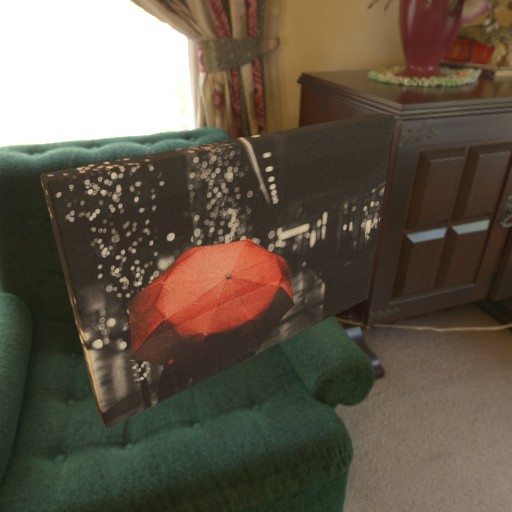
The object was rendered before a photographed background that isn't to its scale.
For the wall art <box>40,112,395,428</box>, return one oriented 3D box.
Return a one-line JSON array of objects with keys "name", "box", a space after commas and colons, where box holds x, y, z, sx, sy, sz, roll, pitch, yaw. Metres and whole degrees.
[{"name": "wall art", "box": [0.000, 0.000, 0.767, 0.609, 0.406, 0.037, -20, 35, -31]}]
